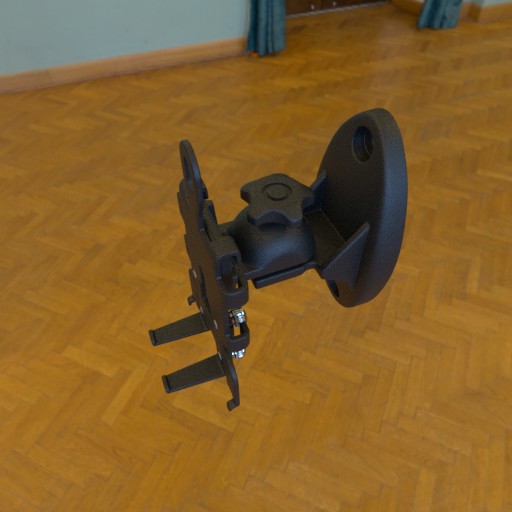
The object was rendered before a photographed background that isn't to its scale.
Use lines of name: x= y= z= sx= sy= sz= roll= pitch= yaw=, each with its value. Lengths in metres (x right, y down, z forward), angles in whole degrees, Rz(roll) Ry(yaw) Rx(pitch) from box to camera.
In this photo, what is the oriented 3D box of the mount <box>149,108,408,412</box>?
mount: x=0.000 y=0.000 z=0.181 sx=0.100 sy=0.118 sz=0.066 roll=-17 pitch=50 yaw=-15
